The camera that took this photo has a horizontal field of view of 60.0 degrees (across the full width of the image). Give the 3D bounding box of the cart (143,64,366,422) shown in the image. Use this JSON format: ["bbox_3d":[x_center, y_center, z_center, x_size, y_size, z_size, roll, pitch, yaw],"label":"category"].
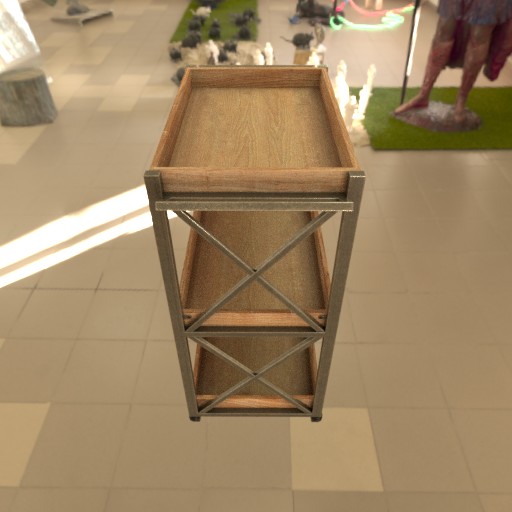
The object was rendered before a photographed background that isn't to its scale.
[{"bbox_3d":[0.000,0.000,1.216,0.377,0.835,0.673,0,41,0],"label":"cart"}]
